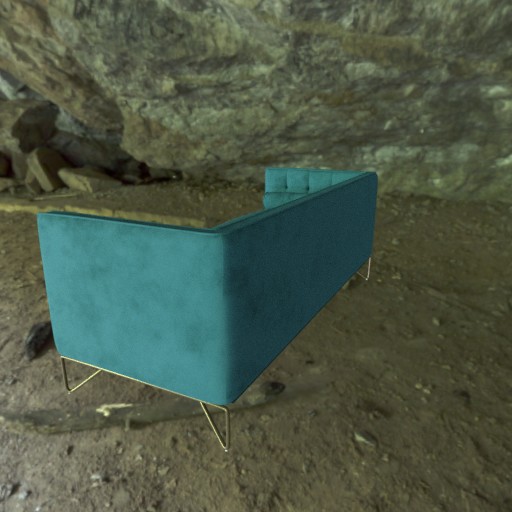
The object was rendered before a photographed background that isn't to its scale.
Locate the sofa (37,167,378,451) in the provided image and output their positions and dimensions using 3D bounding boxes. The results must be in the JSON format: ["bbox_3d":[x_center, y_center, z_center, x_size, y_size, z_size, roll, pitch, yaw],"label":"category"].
[{"bbox_3d":[0.000,0.000,2.480,0.867,0.789,2.087,8,19,26],"label":"sofa"}]
